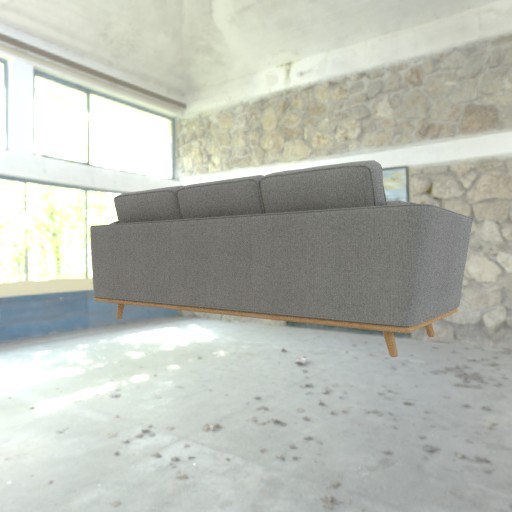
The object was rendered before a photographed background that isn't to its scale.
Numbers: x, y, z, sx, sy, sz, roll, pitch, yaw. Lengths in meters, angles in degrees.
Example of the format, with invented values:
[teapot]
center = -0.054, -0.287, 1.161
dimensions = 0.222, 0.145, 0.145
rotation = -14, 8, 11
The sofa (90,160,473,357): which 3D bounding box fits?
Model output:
[sofa]
center = 0.000, 0.000, 2.815
dimensions = 2.362, 0.899, 0.903
rotation = 0, 0, 36
